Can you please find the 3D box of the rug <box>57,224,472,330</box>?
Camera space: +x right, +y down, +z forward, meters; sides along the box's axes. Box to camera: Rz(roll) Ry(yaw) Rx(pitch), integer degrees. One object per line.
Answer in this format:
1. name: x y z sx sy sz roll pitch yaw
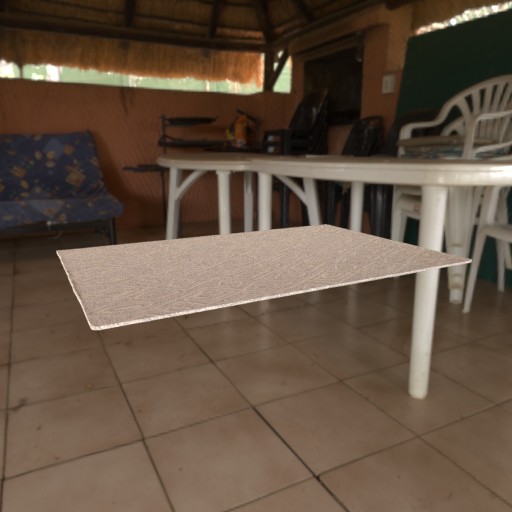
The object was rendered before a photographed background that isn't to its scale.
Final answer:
1. rug: 0.000 0.000 2.331 1.832 0.016 1.224 -7 15 -28
